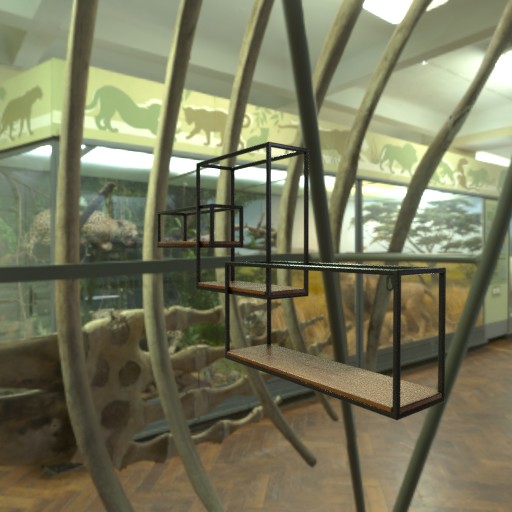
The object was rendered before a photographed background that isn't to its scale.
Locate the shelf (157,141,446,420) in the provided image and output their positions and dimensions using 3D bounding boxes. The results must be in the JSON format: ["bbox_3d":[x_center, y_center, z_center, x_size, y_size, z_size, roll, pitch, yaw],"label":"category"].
[{"bbox_3d":[0.000,0.000,2.132,0.275,0.972,1.781,-1,1,-37],"label":"shelf"}]
